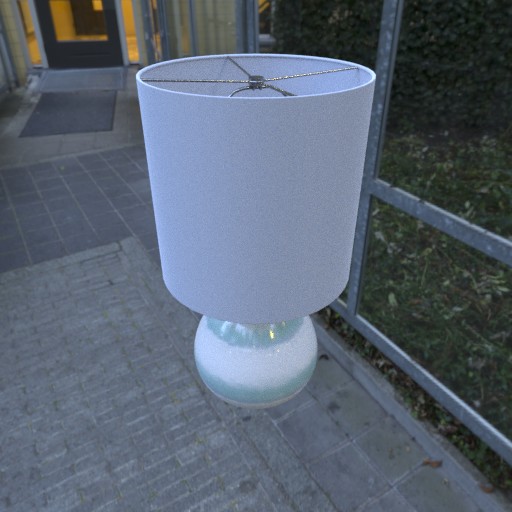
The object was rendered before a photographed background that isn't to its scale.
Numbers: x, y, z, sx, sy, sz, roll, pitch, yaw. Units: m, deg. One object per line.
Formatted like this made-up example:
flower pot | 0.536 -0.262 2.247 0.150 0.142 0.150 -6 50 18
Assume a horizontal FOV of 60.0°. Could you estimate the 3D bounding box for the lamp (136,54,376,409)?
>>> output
lamp | 0.000 0.000 0.517 0.217 0.404 0.217 -10 33 -15
